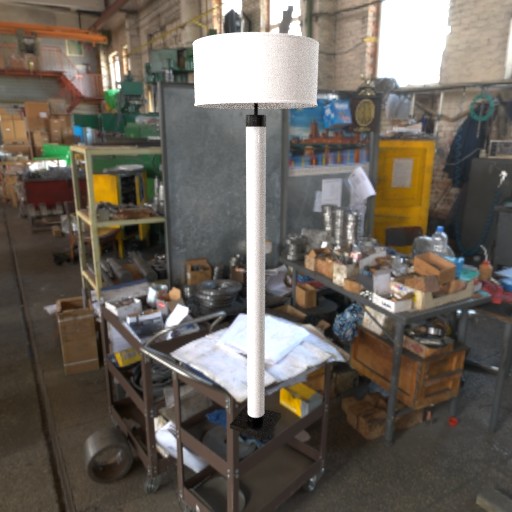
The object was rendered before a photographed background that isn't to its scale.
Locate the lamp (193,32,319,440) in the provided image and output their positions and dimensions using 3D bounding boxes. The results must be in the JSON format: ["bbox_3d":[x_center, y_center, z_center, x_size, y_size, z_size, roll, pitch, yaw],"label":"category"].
[{"bbox_3d":[0.000,0.000,1.676,0.420,1.475,0.420,8,18,25],"label":"lamp"}]
